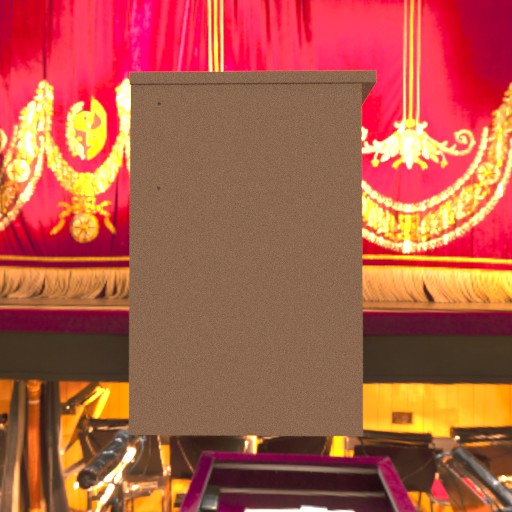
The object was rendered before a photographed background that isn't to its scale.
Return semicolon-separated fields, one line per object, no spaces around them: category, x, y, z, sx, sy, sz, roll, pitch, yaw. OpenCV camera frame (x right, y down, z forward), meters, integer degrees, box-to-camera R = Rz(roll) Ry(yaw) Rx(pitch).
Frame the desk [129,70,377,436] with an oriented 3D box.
desk;0.000;0.000;1.334;0.498;0.729;0.900;0;-1;1
